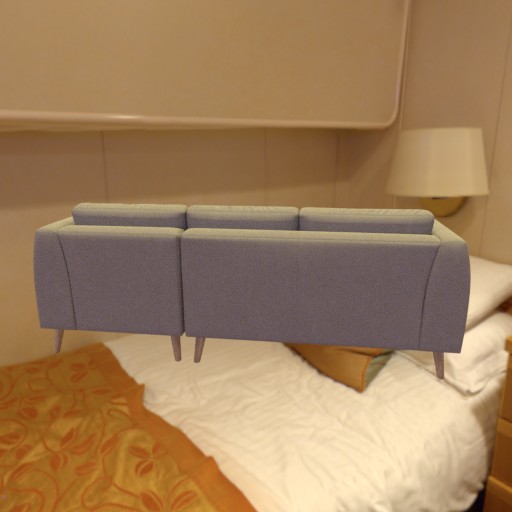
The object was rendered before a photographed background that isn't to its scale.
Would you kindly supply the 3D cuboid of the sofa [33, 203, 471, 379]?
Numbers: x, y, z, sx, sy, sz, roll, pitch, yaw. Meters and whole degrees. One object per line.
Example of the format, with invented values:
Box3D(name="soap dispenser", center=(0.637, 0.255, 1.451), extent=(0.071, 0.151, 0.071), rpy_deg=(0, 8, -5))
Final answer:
Box3D(name="sofa", center=(0.000, 0.000, 3.041), extent=(2.300, 0.860, 1.580), rpy_deg=(2, 15, 7))
